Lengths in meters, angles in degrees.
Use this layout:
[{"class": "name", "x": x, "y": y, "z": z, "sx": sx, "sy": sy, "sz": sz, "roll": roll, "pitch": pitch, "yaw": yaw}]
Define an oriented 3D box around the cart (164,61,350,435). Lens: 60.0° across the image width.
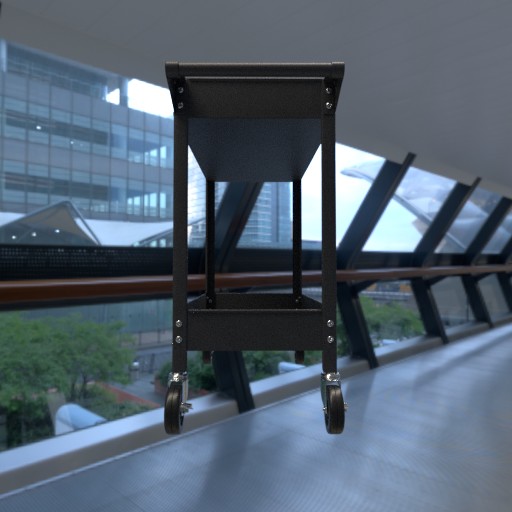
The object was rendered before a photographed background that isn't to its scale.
[{"class": "cart", "x": 0.000, "y": 0.000, "z": 1.193, "sx": 0.366, "sy": 0.719, "sz": 0.779, "roll": 0, "pitch": -2, "yaw": 0}]
